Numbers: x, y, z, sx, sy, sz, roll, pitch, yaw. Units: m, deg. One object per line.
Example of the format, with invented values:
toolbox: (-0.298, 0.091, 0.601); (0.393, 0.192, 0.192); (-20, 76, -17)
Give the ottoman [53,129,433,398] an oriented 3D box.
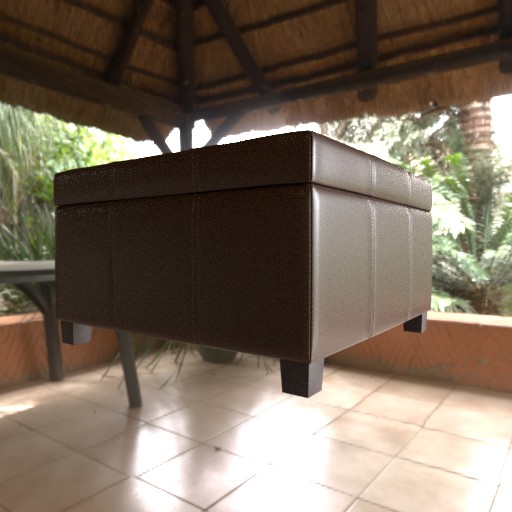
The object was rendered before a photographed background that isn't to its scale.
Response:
ottoman: (0.000, 0.000, 1.263); (0.788, 0.460, 0.787); (1, 2, 36)
